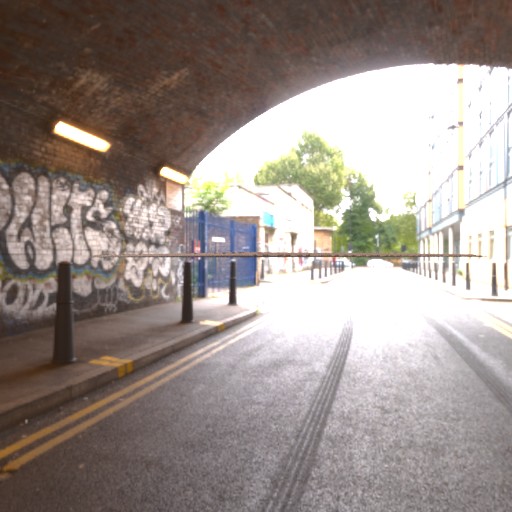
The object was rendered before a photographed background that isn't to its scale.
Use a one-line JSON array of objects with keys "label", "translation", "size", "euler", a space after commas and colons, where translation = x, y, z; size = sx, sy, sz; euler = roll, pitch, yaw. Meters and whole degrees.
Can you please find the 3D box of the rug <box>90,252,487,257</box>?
[{"label": "rug", "translation": [0.000, 0.000, 2.348], "size": [1.230, 0.014, 1.847], "euler": [0, 0, -35]}]
